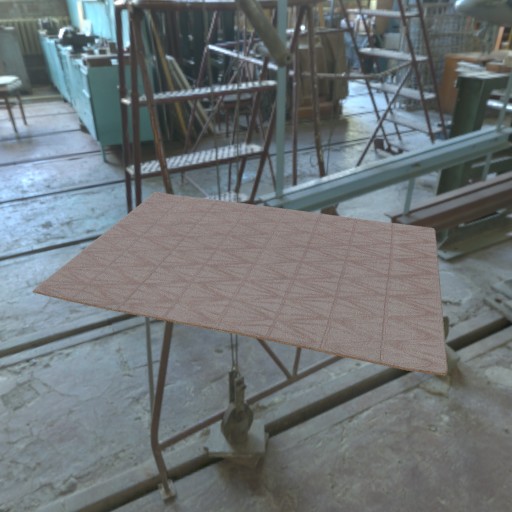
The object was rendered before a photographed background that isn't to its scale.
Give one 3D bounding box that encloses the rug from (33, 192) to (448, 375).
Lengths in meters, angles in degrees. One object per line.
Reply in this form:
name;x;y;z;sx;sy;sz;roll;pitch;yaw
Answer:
rug;0.000;0.000;2.340;1.837;0.025;1.230;9;33;14
